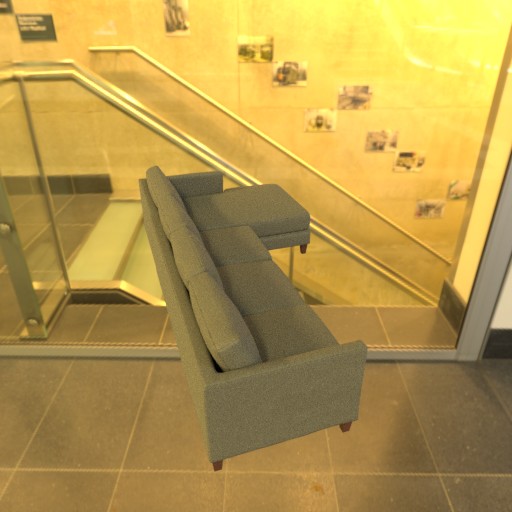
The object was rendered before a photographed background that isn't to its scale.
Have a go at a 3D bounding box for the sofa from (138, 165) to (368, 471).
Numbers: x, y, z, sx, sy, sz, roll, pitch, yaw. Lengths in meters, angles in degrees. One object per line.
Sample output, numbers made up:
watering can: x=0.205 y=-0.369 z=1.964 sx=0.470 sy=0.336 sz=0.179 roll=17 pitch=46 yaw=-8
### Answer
sofa: x=0.000 y=0.000 z=3.810 sx=1.625 sy=0.861 sz=3.186 roll=-10 pitch=31 yaw=-16
